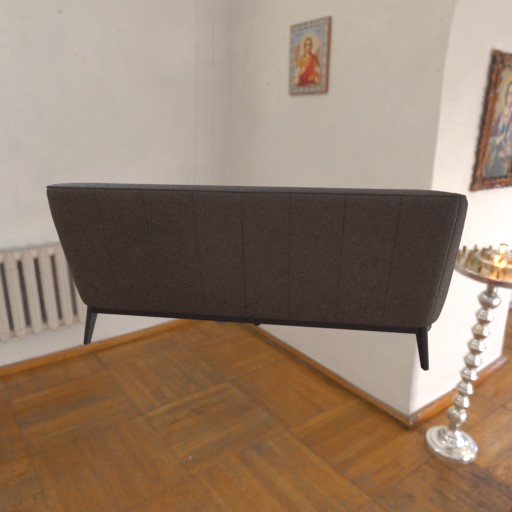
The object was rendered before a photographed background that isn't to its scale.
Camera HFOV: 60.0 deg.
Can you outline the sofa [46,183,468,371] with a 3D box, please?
[{"bbox_3d":[0.000,0.000,2.305,1.928,0.831,0.869,2,17,8],"label":"sofa"}]
